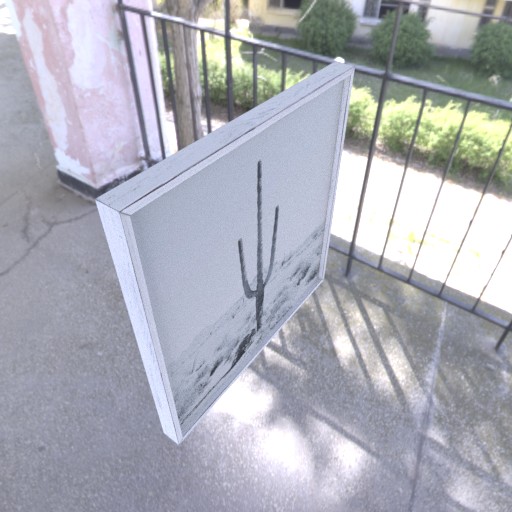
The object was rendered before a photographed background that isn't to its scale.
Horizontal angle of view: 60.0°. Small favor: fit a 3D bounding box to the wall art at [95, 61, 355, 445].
[{"bbox_3d":[0.000,0.000,0.770,0.038,0.508,0.508,26,48,26],"label":"wall art"}]
